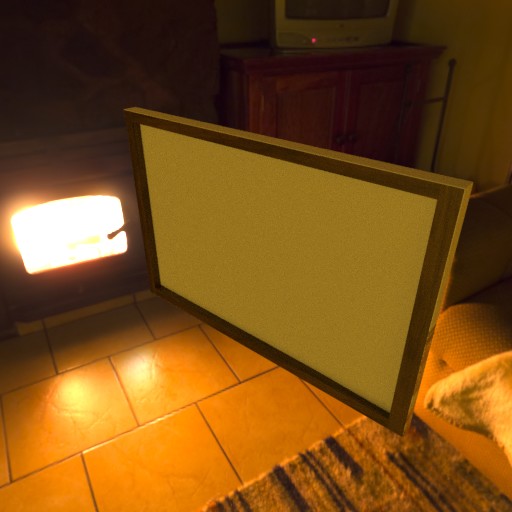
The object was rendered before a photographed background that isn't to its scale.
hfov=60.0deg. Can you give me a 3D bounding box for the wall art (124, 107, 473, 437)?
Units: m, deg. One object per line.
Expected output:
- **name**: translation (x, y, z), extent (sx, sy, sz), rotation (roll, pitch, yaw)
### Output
- **wall art**: translation (0.000, 0.000, 1.413), extent (1.138, 0.761, 0.051), rotation (23, 37, 34)
